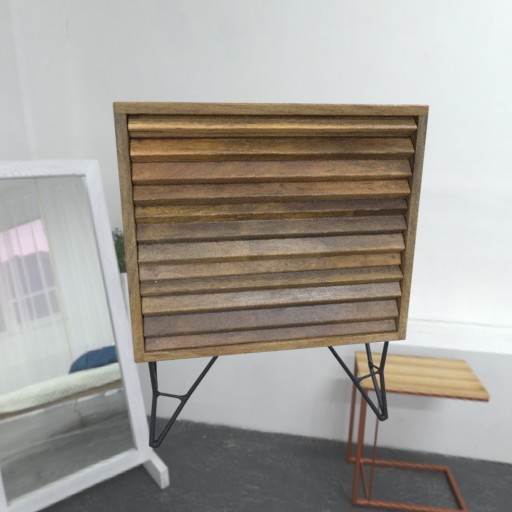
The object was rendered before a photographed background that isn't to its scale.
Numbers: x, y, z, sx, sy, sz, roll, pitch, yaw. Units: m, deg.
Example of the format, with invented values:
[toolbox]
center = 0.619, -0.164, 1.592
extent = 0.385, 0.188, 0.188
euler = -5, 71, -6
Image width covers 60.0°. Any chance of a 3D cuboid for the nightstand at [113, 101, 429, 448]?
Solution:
[nightstand]
center = 0.000, 0.000, 0.889
extent = 0.457, 0.559, 0.406
euler = -3, 16, -10
